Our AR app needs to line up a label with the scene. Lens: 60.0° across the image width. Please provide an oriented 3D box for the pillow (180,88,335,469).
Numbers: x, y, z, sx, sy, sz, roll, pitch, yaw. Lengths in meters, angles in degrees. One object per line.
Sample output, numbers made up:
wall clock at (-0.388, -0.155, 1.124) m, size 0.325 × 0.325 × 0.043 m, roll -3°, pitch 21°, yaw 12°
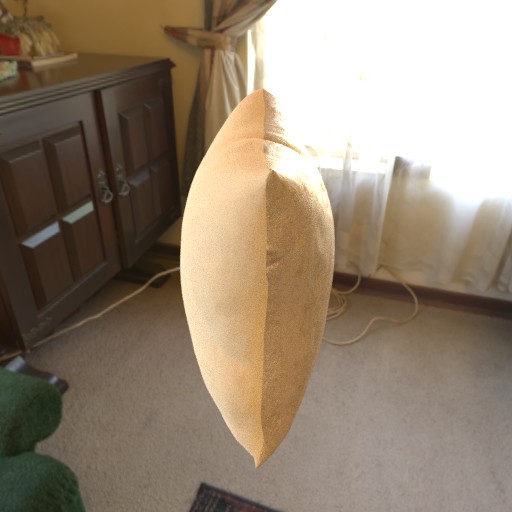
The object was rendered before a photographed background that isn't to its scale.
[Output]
pillow at (0.000, 0.000, 0.720) m, size 0.245 × 0.448 × 0.450 m, roll 1°, pitch 30°, yaw 2°
